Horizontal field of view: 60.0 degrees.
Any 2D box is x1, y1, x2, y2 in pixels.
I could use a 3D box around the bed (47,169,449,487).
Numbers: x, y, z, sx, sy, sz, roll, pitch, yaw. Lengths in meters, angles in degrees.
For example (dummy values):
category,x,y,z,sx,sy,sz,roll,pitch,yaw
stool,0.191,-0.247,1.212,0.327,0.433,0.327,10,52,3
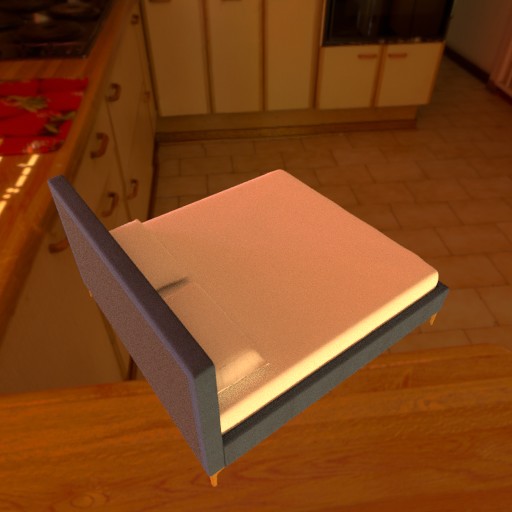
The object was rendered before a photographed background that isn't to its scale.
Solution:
category,x,y,z,sx,sy,sz,roll,pitch,yaw
bed,0.000,0.000,3.465,2.232,1.231,2.096,-26,48,-27
